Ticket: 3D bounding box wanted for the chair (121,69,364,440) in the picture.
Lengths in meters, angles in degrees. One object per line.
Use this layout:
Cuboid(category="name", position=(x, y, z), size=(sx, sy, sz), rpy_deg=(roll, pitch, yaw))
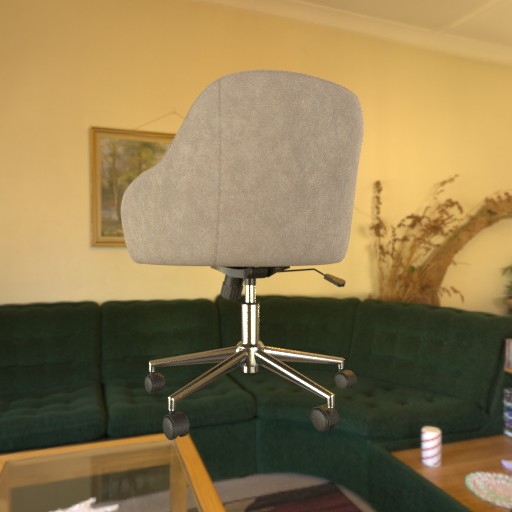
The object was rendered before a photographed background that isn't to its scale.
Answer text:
Cuboid(category="chair", position=(0.000, 0.000, 1.260), size=(0.635, 0.831, 0.573), rpy_deg=(-1, 1, -37))
